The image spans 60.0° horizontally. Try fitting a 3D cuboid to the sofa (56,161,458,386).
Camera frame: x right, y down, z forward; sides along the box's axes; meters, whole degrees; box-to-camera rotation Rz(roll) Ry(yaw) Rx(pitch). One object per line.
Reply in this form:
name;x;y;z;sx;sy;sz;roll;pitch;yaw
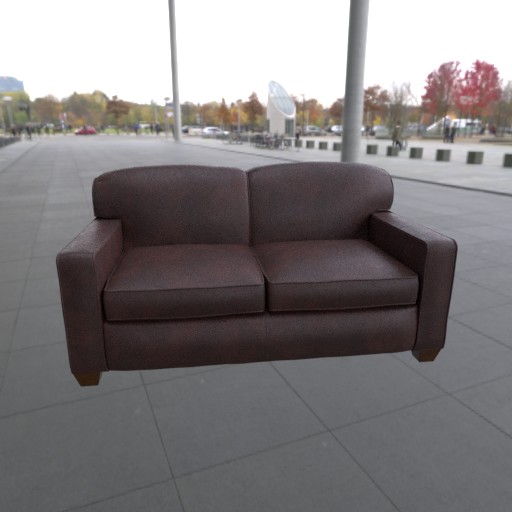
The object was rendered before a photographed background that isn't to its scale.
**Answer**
sofa;0.000;0.000;2.466;1.856;0.966;1.000;-2;17;-7
